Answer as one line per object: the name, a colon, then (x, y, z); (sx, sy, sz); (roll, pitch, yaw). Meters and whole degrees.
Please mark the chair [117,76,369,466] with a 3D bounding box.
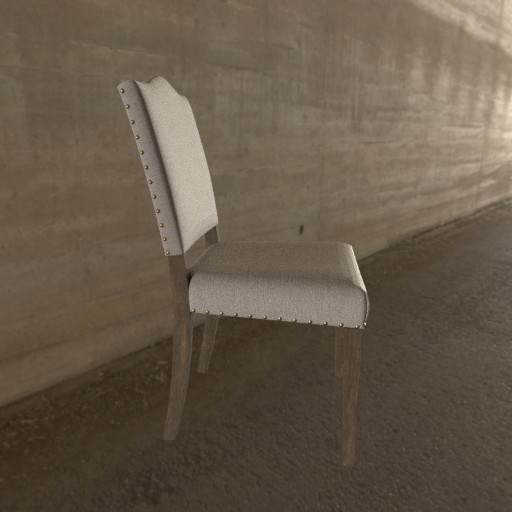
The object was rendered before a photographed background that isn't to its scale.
chair: (0.000, 0.000, 1.334); (0.620, 1.020, 0.508); (2, 15, 7)
